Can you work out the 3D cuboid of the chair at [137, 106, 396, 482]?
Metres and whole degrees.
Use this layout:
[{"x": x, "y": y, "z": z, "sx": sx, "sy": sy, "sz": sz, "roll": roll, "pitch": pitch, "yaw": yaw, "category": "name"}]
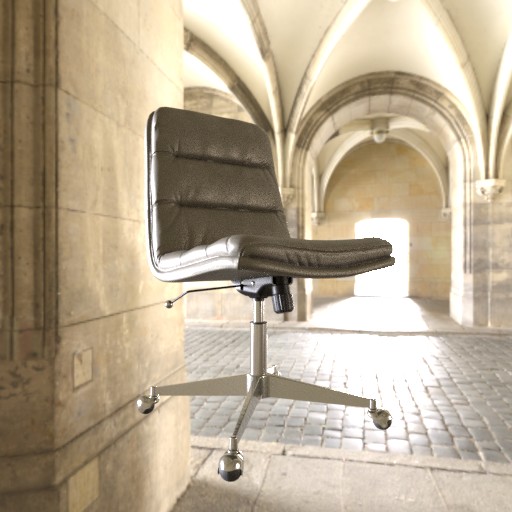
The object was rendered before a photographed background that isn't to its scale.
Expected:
[{"x": 0.000, "y": 0.000, "z": 0.999, "sx": 0.422, "sy": 0.738, "sz": 0.485, "roll": 0, "pitch": 0, "yaw": -35, "category": "chair"}]
